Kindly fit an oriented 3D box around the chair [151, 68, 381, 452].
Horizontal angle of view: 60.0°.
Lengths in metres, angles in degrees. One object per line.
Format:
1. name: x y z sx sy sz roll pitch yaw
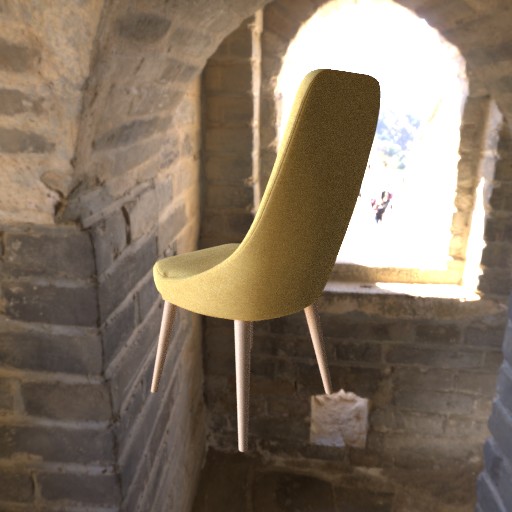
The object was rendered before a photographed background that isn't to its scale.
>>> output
1. chair: 0.000 0.000 1.407 0.510 1.040 0.660 -15 22 -42
